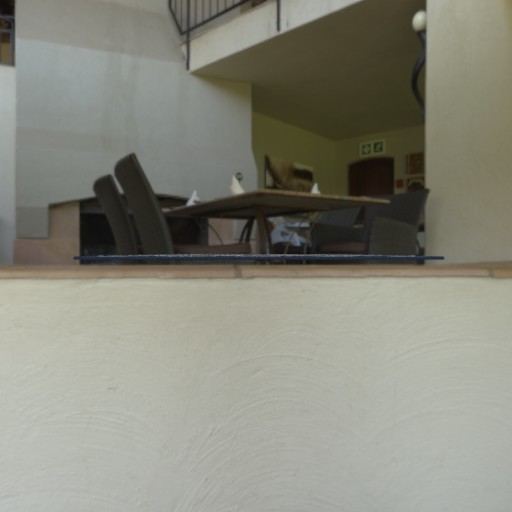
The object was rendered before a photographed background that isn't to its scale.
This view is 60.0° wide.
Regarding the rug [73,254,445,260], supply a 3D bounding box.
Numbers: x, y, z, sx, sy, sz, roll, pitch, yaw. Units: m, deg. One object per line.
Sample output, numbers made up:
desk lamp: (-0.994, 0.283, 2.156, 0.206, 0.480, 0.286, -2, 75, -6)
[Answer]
rug: (0.000, 0.000, 2.944, 1.526, 0.014, 2.290, 0, 0, -1)
